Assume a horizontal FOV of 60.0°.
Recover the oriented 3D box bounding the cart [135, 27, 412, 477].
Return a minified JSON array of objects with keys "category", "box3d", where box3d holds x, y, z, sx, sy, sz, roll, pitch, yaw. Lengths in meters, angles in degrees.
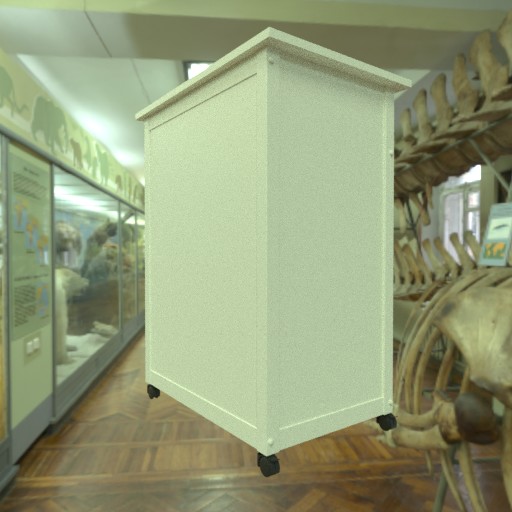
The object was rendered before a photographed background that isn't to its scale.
[{"category":"cart","box3d":[0.000,0.000,1.235,0.442,0.864,0.683,-1,1,-36]}]
